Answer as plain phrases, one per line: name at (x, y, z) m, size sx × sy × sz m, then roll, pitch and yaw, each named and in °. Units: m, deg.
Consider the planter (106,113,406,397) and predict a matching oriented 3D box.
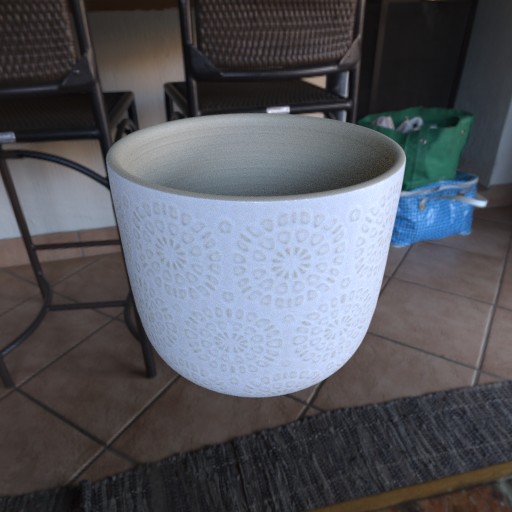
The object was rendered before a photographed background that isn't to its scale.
planter at (0.000, 0.000, 0.298) m, size 0.170 × 0.152 × 0.170 m, roll 0°, pitch 30°, yaw 0°
